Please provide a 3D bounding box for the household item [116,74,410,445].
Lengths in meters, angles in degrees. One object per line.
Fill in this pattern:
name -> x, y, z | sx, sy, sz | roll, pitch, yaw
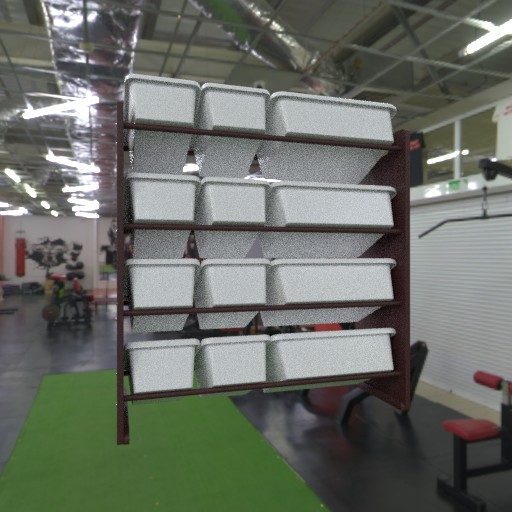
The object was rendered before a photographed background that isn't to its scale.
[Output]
household item -> 0.000, 0.000, 1.309 | 0.787, 0.864, 0.389 | 0, 0, -17
